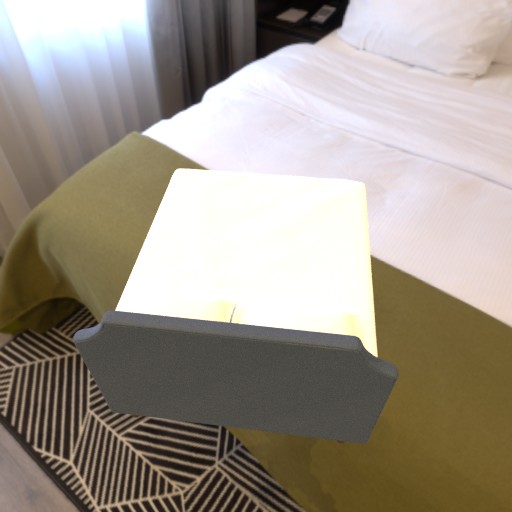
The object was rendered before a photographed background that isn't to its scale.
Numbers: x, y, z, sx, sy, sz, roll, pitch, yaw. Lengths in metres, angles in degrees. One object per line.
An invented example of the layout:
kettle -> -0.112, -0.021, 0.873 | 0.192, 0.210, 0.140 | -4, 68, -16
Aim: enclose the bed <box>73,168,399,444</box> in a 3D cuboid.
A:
bed -> 0.000, 0.000, 4.210 | 2.350, 1.488, 2.773 | 5, 47, 5
